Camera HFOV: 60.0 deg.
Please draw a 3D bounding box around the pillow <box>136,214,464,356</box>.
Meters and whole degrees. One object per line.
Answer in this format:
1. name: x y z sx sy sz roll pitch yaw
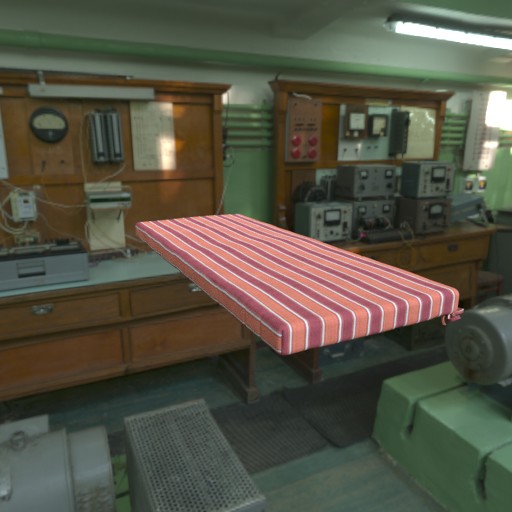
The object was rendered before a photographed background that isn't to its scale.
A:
1. pillow: 0.000 0.000 1.364 0.492 0.081 1.187 -7 16 -26
